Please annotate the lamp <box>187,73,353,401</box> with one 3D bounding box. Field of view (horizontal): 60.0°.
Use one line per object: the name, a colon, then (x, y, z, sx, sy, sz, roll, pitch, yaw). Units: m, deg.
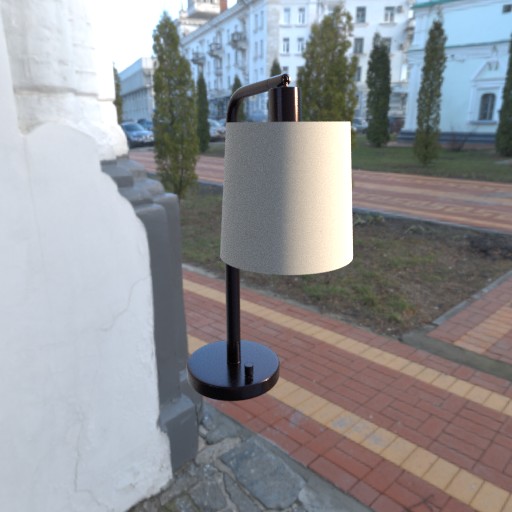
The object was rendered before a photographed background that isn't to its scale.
lamp: (0.000, 0.000, 0.654, 0.171, 0.489, 0.333, -9, 19, -28)
